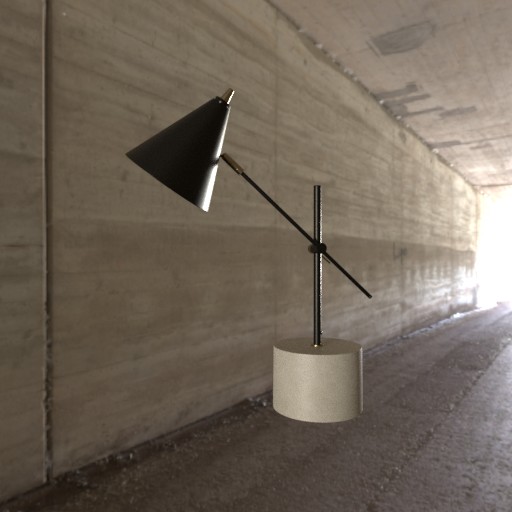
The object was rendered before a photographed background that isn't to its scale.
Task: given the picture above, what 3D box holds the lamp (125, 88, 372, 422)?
[{"bbox_3d":[0.000,0.000,0.732,0.403,0.518,0.214,0,0,0],"label":"lamp"}]
